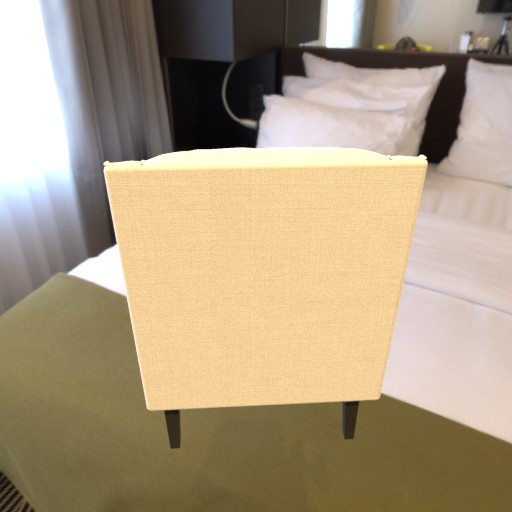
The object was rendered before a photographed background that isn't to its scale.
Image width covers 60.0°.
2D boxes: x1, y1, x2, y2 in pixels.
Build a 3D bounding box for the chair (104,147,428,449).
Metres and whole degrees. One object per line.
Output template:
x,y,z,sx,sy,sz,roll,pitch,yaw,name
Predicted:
0.000,0.000,1.395,0.658,0.891,0.772,-2,31,-3,chair
